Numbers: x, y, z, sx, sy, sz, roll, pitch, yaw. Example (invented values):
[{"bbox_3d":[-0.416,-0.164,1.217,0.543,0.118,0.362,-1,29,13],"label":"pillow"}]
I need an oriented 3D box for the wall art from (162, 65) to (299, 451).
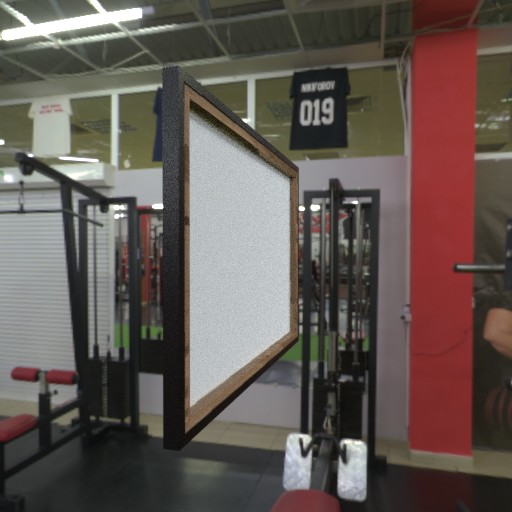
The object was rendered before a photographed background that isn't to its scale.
[{"bbox_3d":[0.000,0.000,0.829,0.022,0.446,0.659,0,1,18],"label":"wall art"}]
